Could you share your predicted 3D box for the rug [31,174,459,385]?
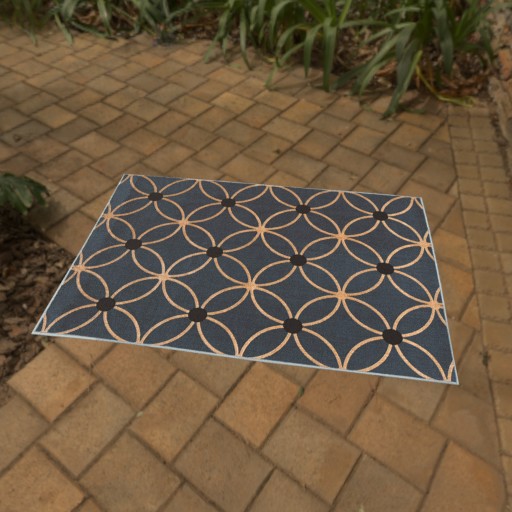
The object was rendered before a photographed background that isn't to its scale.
[{"bbox_3d":[0.000,0.000,2.849,2.284,0.008,1.522,5,46,5],"label":"rug"}]
